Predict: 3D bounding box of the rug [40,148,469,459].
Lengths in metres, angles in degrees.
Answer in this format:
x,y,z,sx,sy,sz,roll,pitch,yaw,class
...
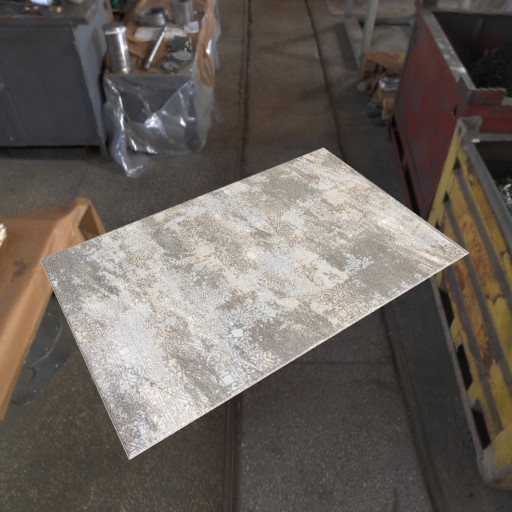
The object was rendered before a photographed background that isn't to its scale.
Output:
x,y,z,sx,sy,sz,roll,pitch,yaw,class
0.000,0.000,2.969,2.431,0.012,1.536,-26,51,-22,rug
